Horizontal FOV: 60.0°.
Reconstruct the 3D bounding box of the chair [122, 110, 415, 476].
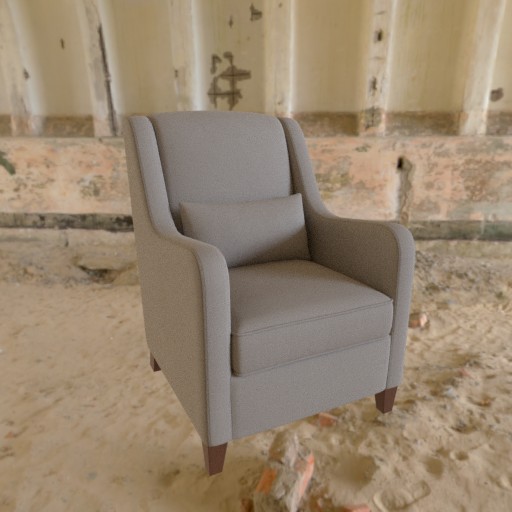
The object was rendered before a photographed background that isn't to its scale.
[{"bbox_3d":[0.000,0.000,1.587,0.715,1.010,0.863,-8,18,-25],"label":"chair"}]
